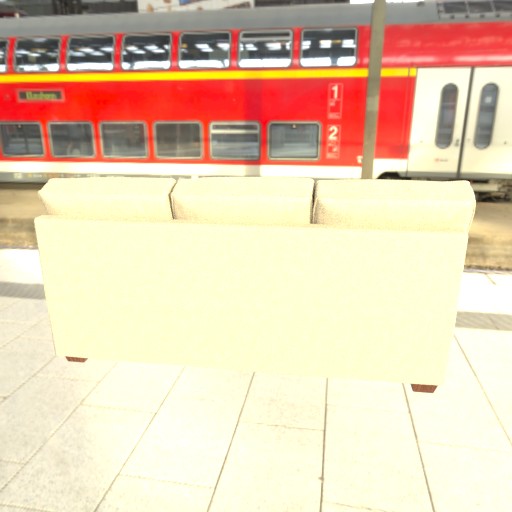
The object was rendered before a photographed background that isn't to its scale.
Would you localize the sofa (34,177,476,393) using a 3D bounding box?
[{"bbox_3d":[0.000,0.000,2.479,1.962,0.973,1.027,2,18,8],"label":"sofa"}]
